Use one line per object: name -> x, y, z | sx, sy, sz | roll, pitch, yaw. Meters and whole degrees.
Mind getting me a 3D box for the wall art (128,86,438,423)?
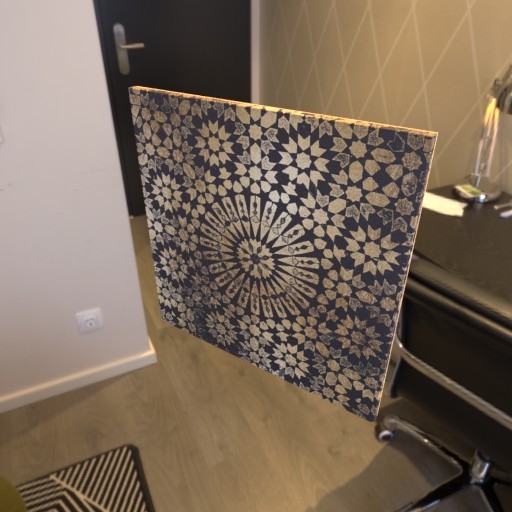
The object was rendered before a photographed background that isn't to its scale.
wall art -> 0.000, 0.000, 1.389 | 0.914, 0.914, 0.038 | 19, 36, 28
